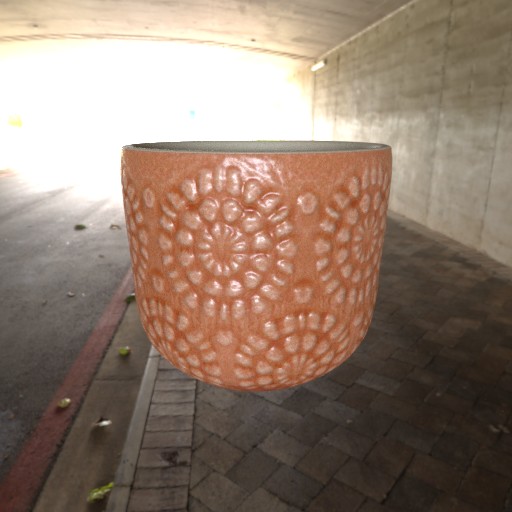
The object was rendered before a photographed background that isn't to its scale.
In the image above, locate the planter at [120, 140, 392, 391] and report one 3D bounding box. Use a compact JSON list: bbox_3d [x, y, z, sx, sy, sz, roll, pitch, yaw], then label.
[{"bbox_3d":[0.000,0.000,0.223,0.124,0.109,0.124,0,17,0],"label":"planter"}]
